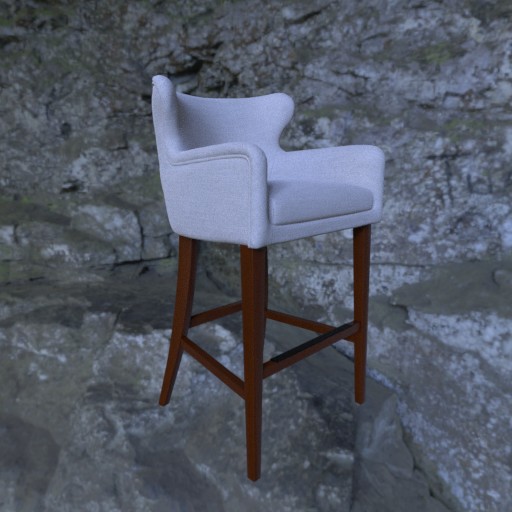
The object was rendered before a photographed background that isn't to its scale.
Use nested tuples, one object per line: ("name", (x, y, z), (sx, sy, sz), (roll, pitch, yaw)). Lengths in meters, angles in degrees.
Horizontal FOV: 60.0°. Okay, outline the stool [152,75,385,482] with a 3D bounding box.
("stool", (0.000, 0.000, 1.388), (0.563, 1.034, 0.556), (13, 18, 43))
